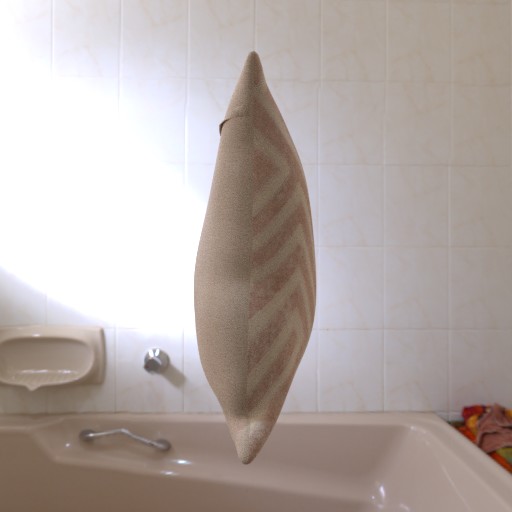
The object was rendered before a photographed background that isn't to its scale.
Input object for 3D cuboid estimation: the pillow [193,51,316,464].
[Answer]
[{"bbox_3d":[0.000,0.000,0.680,0.182,0.441,0.440,0,0,0],"label":"pillow"}]
